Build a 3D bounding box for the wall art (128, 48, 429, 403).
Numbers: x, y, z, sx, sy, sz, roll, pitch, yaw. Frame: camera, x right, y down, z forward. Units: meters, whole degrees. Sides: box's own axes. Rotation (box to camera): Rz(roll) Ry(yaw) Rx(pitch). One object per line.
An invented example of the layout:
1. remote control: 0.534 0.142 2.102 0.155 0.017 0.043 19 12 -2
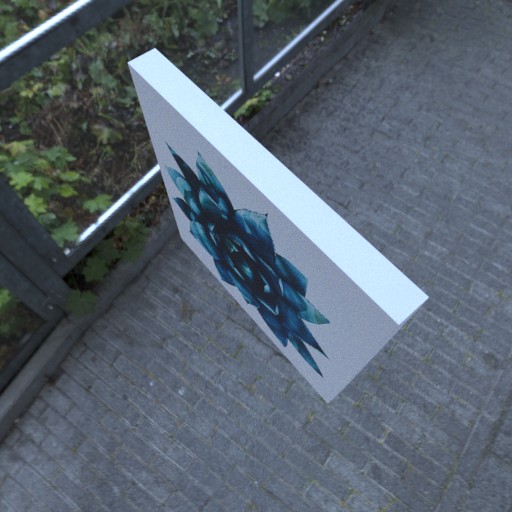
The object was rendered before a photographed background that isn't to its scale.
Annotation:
1. wall art: 0.000 0.000 0.619 0.038 0.406 0.406 -37 69 -17
